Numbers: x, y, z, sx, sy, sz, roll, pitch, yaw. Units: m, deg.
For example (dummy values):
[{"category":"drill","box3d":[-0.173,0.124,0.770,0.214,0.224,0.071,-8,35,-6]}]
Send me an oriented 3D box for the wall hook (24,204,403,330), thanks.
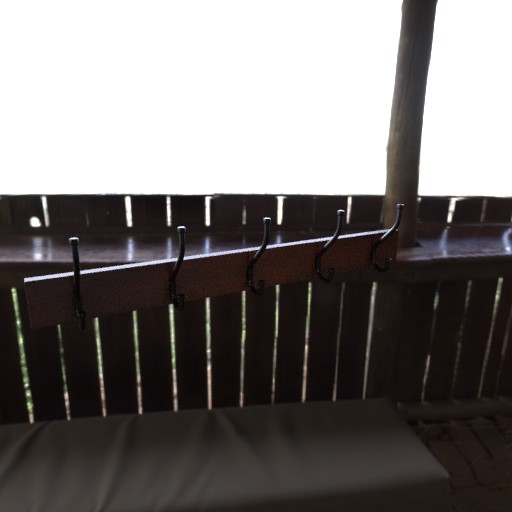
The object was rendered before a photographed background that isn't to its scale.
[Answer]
[{"category":"wall hook","box3d":[0.000,0.000,0.613,0.571,0.117,0.071,-8,18,-26]}]
